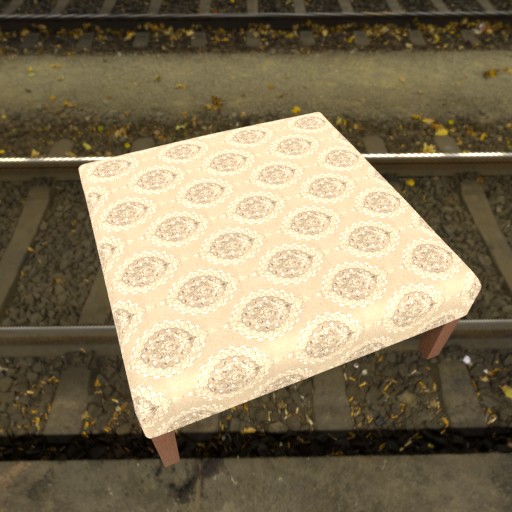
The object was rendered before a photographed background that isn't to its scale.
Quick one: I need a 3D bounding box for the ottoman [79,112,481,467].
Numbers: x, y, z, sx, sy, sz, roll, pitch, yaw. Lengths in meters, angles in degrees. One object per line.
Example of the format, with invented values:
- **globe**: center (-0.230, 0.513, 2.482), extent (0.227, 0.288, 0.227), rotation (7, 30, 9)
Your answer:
- **ottoman**: center (0.000, 0.000, 1.390), extent (0.890, 0.411, 0.889), rotation (-17, 50, -15)
